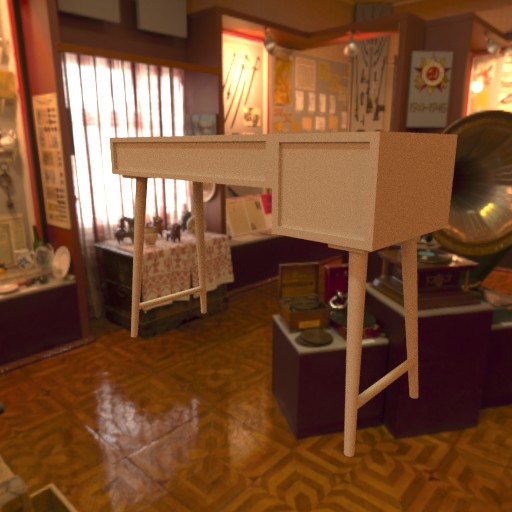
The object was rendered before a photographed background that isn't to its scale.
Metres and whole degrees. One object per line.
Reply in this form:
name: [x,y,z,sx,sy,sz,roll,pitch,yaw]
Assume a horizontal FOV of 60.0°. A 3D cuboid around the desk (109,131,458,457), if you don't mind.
desk: [0.000,0.000,1.459,1.069,0.761,0.409,13,19,42]
